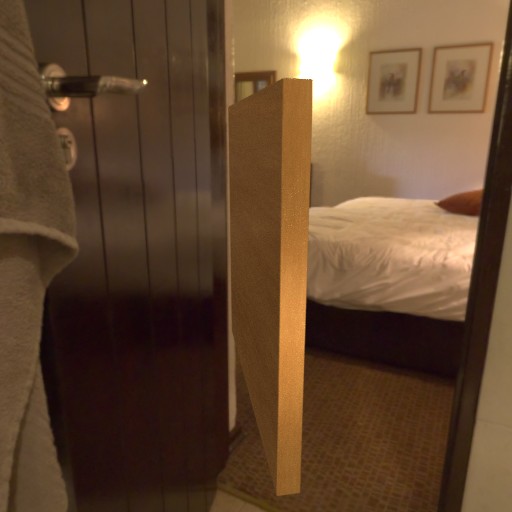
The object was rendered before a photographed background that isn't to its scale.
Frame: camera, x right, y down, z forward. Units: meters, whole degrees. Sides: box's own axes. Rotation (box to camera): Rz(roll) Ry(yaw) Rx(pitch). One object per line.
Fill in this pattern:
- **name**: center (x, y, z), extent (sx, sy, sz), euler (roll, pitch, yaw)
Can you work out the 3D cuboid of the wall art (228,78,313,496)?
- **wall art**: center (0.000, 0.000, 0.448), extent (0.019, 0.302, 0.302), euler (-3, 16, -9)
